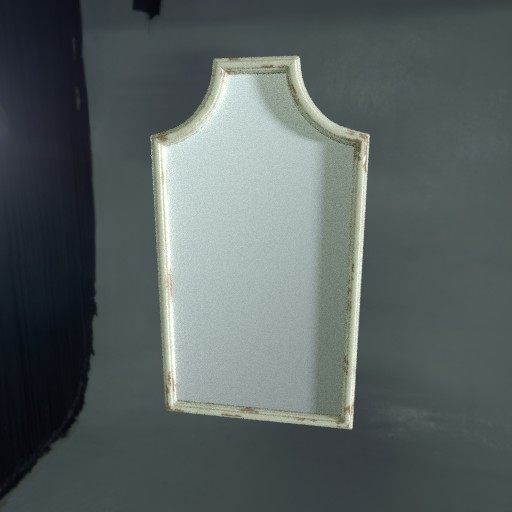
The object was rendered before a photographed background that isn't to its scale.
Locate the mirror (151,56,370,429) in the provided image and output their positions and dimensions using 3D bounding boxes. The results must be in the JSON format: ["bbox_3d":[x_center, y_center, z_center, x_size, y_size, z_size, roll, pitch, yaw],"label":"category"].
[{"bbox_3d":[0.000,0.000,0.863,0.403,0.717,0.022,2,14,9],"label":"mirror"}]
